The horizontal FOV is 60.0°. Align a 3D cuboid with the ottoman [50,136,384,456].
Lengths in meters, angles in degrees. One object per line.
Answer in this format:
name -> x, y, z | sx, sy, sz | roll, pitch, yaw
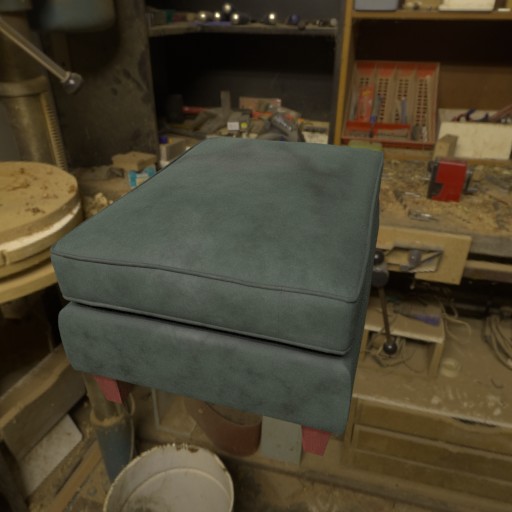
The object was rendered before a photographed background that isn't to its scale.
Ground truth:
ottoman -> 0.000, 0.000, 1.227 | 0.632, 0.495, 0.864 | 9, 31, 14
